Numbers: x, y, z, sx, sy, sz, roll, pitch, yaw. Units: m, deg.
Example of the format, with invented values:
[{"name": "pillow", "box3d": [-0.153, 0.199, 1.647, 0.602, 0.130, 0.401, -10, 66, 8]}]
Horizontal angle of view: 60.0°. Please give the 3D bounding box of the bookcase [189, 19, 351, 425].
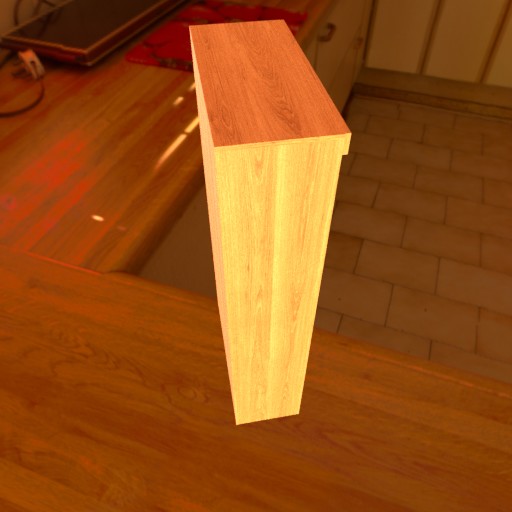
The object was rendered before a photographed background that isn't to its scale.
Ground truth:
[{"name": "bookcase", "box3d": [0.000, 0.000, 2.377, 0.420, 2.020, 0.950, -7, 48, -7]}]
